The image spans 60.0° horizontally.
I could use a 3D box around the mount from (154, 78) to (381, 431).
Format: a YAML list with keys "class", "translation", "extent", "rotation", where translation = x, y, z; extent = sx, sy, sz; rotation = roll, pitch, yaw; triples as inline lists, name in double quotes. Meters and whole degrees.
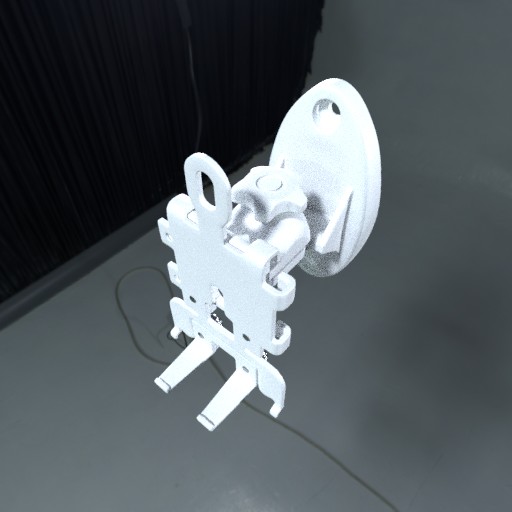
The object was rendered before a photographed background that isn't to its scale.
- class: "mount"
  translation: [0.000, 0.000, 0.177]
  extent: [0.066, 0.118, 0.100]
  rotation: [31, 55, 25]
